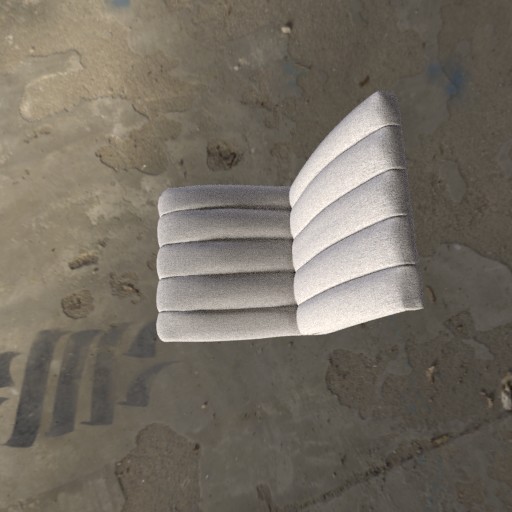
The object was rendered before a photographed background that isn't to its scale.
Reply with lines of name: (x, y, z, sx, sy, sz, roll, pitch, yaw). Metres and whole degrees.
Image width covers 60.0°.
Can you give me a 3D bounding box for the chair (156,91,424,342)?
chair: (0.000, 0.000, 1.386, 0.647, 1.016, 0.511, -2, 76, -1)
